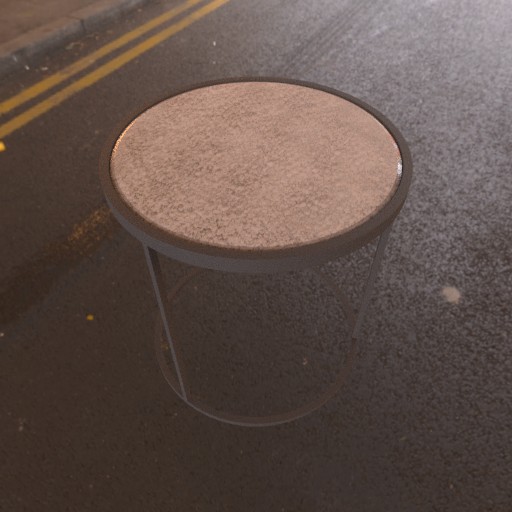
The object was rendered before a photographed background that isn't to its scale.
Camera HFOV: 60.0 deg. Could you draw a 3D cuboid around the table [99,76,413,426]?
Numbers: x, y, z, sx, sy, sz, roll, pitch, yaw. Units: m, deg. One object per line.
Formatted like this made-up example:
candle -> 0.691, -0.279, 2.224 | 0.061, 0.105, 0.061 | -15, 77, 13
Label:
table -> 0.000, 0.000, 0.864 | 0.470, 0.498, 0.470 | 0, 47, 0
